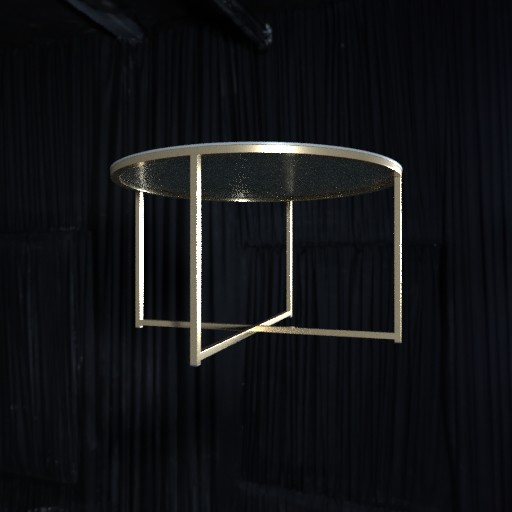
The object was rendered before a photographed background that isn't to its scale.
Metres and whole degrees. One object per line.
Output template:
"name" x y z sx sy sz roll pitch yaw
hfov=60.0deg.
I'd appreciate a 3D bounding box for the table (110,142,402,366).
"table" 0.000 0.000 1.278 0.800 0.450 0.800 0 0 0
